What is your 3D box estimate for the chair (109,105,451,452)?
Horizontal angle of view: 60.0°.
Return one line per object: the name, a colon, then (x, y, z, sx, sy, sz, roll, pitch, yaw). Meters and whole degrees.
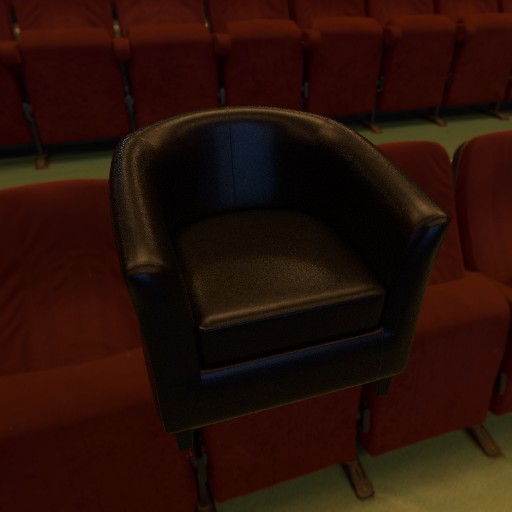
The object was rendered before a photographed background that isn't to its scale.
chair: (0.000, 0.000, 1.374, 0.793, 0.756, 0.727, -10, 33, -15)
